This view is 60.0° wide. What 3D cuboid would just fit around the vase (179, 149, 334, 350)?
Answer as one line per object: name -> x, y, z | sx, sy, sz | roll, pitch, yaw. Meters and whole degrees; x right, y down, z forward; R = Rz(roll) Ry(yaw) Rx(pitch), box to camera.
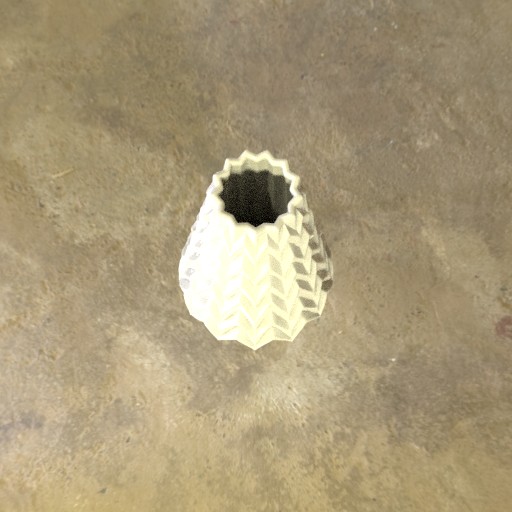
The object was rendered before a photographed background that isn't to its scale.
vase -> 0.000, 0.000, 0.421 | 0.167, 0.328, 0.167 | 0, 76, 0
